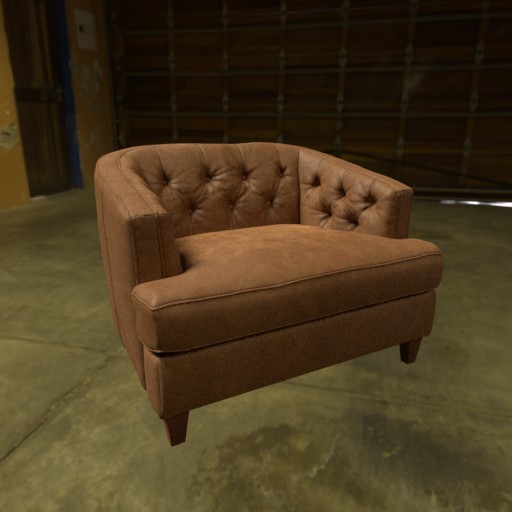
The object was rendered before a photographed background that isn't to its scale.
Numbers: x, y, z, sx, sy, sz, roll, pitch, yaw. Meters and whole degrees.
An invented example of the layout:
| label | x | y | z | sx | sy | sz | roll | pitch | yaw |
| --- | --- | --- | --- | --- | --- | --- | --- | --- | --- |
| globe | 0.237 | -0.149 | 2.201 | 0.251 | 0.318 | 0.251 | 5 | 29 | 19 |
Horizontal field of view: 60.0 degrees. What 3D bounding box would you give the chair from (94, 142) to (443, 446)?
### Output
| label | x | y | z | sx | sy | sz | roll | pitch | yaw |
| --- | --- | --- | --- | --- | --- | --- | --- | --- | --- |
| chair | 0.000 | 0.000 | 1.746 | 1.119 | 0.836 | 0.911 | -9 | 19 | -28 |
